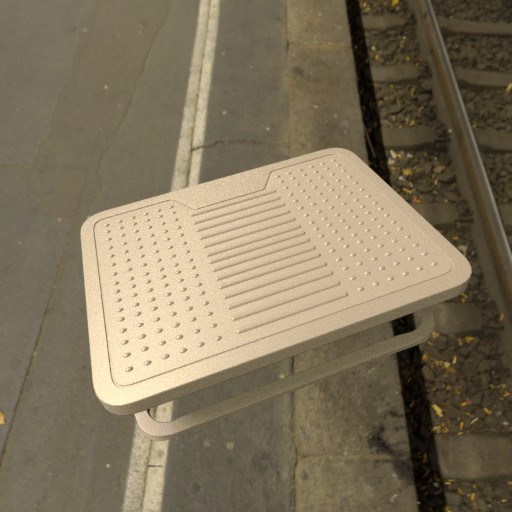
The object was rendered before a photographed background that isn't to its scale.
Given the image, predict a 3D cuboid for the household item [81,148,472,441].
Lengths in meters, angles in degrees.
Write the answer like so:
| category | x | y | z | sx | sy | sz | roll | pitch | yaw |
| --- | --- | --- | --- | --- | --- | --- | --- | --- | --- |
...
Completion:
| category | x | y | z | sx | sy | sz | roll | pitch | yaw |
| --- | --- | --- | --- | --- | --- | --- | --- | --- | --- |
| household item | 0.000 | 0.000 | 0.528 | 0.390 | 0.126 | 0.301 | -18 | 61 | -10 |
